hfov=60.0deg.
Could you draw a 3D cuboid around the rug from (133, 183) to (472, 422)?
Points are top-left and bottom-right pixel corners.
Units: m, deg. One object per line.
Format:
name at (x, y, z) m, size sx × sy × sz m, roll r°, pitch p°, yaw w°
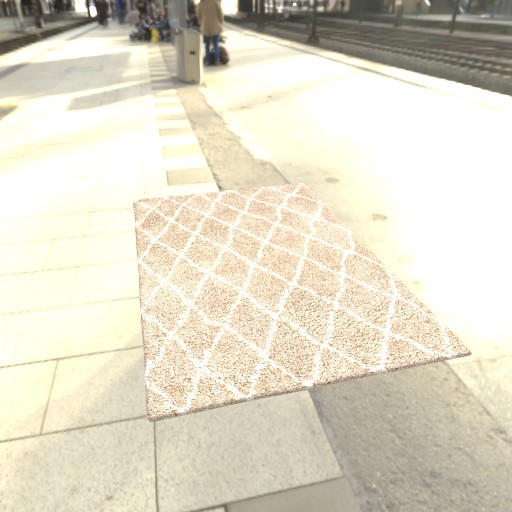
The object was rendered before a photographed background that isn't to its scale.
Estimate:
rug at (0.000, 0.000, 3.415) m, size 1.778 × 0.030 × 2.743 m, roll -8°, pitch 31°, yaw -13°
